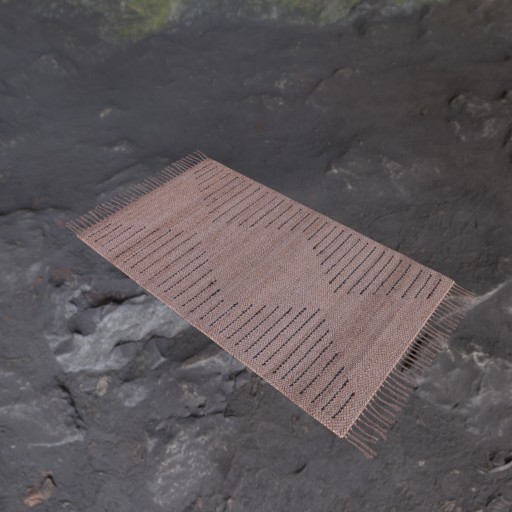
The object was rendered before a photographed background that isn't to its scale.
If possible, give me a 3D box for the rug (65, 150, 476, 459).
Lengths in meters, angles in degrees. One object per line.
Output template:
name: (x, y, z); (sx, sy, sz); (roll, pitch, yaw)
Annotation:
rug: (0.000, 0.000, 2.005); (1.718, 0.017, 0.905); (31, 53, 27)
